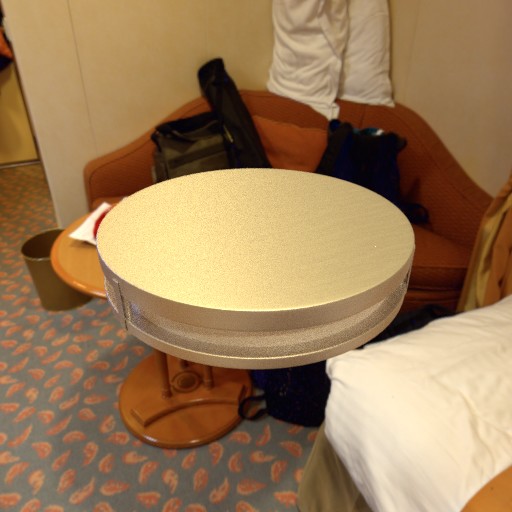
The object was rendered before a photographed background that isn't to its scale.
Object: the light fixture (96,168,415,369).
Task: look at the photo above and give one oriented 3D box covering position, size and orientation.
[{"bbox_3d":[0.000,0.000,0.540,0.356,0.102,0.356,0,30,0],"label":"light fixture"}]
